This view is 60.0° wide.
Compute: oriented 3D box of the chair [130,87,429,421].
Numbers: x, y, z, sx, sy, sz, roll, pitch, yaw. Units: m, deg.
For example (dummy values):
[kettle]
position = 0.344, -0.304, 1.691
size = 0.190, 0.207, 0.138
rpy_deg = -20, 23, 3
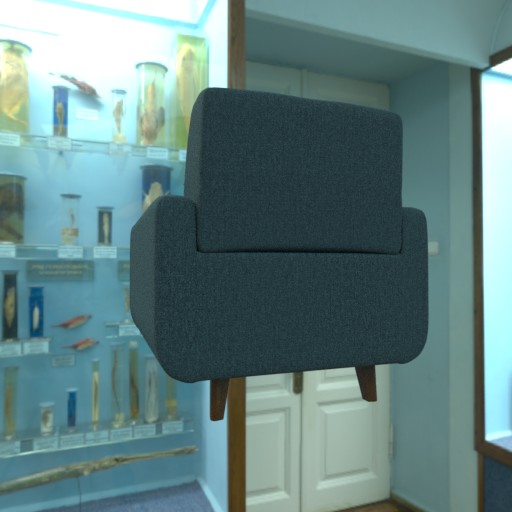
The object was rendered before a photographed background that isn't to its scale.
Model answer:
[chair]
position = 0.000, 0.000, 1.713
size = 0.880, 0.940, 0.964
rpy_deg = 0, -1, -20
